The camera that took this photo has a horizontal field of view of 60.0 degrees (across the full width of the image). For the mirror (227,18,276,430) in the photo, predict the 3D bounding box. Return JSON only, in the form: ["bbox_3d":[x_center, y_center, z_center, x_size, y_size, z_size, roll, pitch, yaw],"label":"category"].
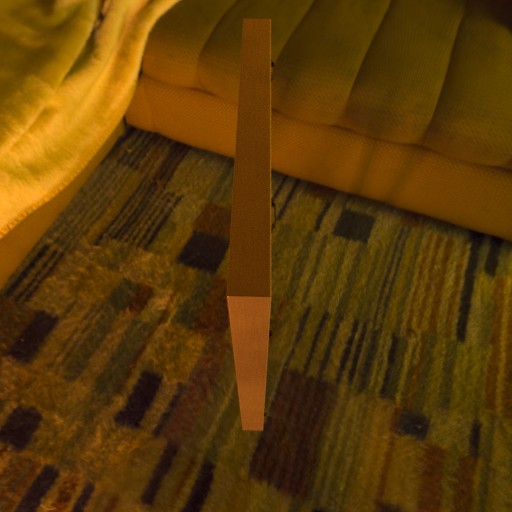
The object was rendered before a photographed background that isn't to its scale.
[{"bbox_3d":[0.000,0.000,0.679,0.041,0.509,0.406,1,57,1],"label":"mirror"}]
